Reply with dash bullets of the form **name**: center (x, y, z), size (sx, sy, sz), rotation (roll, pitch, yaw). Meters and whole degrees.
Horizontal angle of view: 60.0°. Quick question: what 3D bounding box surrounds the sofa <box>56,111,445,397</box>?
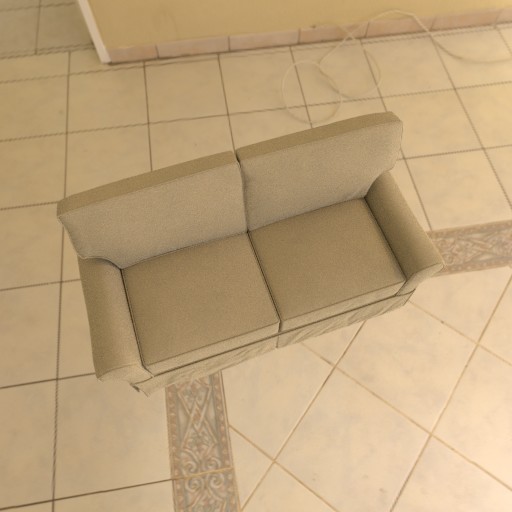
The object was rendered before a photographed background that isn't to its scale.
- **sofa**: center (0.000, 0.000, 2.359), size (1.823, 1.024, 0.841), rotation (-17, 66, -8)
